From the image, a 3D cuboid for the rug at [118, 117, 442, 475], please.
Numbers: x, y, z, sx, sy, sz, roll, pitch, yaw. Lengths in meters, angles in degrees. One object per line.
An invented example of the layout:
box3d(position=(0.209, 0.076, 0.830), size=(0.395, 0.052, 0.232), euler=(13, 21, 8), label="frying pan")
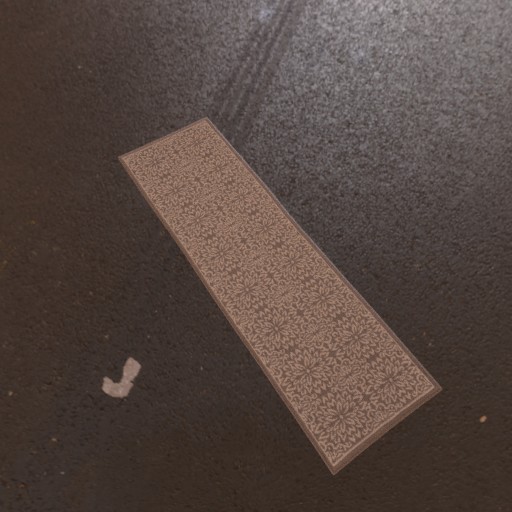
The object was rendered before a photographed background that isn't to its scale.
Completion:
box3d(position=(0.000, 0.000, 2.465), size=(0.662, 0.011, 2.196), euler=(-30, 64, -16), label="rug")
